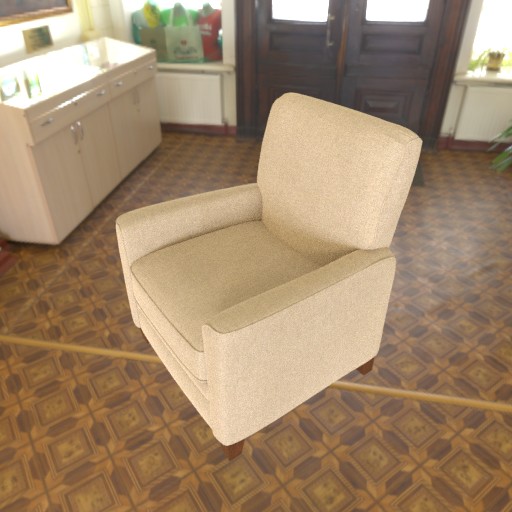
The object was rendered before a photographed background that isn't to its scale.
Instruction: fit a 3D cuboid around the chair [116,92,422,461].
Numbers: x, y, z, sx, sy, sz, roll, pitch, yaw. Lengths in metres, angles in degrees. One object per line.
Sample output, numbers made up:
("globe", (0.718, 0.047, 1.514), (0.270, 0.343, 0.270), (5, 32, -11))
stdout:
("chair", (0.000, 0.000, 1.700), (0.859, 1.023, 0.845), (-21, 39, -29))
